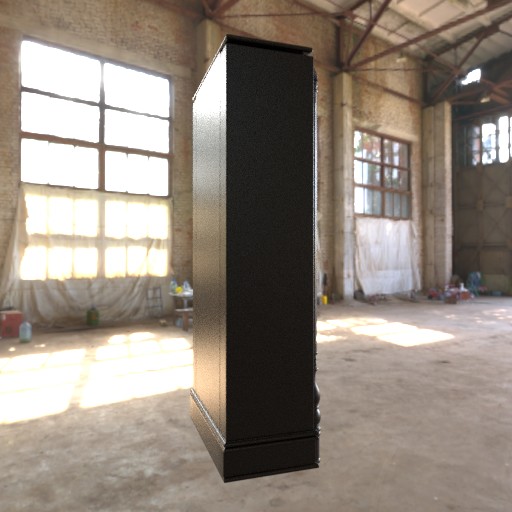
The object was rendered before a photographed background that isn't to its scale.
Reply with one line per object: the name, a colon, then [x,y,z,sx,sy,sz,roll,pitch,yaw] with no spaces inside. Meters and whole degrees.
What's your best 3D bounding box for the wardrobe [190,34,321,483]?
wardrobe: [0.000,0.000,1.242,0.295,1.011,0.444,0,0,-18]
